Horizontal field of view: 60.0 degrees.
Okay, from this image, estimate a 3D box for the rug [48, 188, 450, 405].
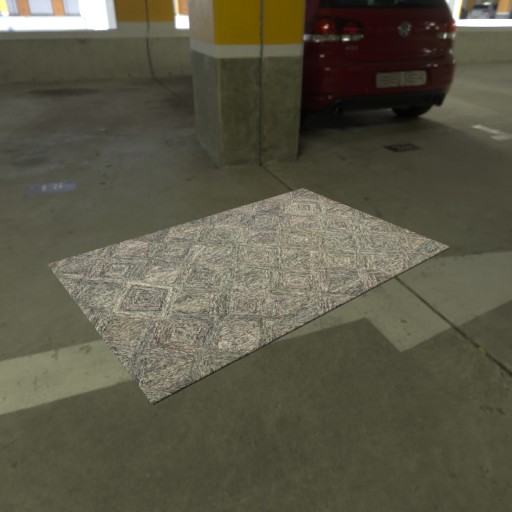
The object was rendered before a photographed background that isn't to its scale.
[{"bbox_3d":[0.000,0.000,3.015,2.298,0.017,1.501,-21,35,-33],"label":"rug"}]
